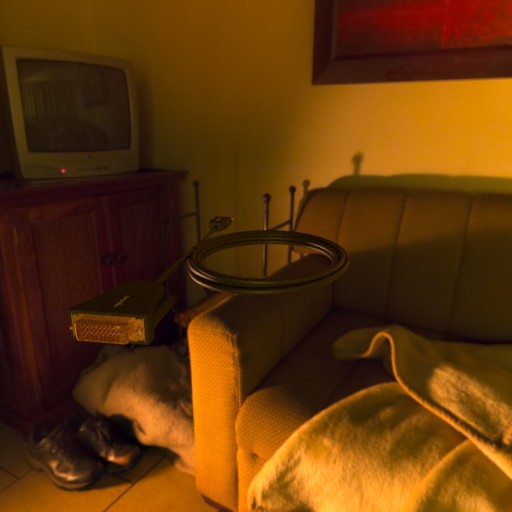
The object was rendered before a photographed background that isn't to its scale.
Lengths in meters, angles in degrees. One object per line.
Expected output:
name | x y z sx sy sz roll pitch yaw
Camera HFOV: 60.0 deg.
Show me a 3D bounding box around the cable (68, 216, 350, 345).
cable | 0.000 0.000 0.327 0.136 0.015 0.281 3 16 10
